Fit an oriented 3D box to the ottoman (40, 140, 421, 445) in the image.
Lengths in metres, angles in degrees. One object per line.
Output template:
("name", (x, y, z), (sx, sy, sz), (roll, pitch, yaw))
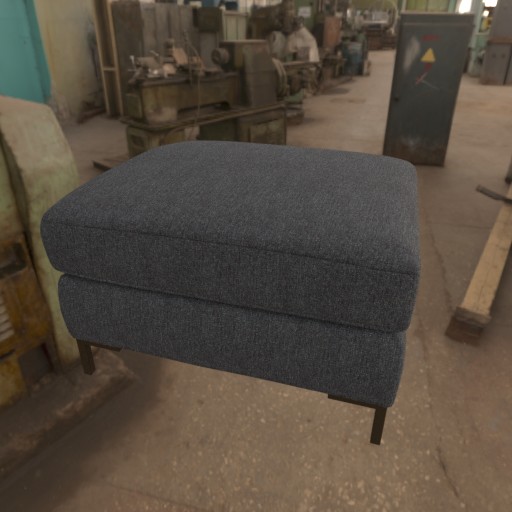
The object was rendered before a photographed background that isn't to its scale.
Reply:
("ottoman", (0.000, 0.000, 1.266), (0.831, 0.533, 0.695), (8, 29, 15))
